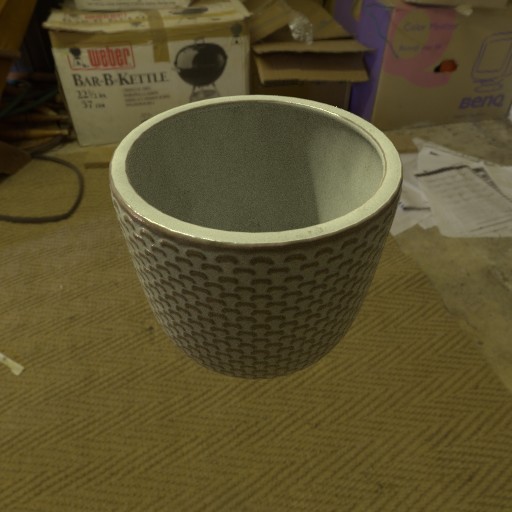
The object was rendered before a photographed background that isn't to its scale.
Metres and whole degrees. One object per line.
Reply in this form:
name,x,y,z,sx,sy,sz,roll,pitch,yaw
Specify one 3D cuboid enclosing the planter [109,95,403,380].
planter,0.000,0.000,0.363,0.197,0.191,0.197,0,42,0
